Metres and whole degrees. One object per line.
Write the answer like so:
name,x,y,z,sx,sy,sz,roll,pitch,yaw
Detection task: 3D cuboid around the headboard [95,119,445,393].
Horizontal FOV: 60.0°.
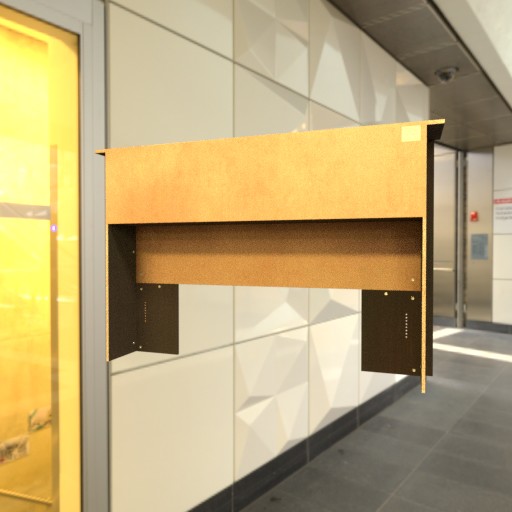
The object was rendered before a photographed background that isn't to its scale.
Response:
headboard,0.000,0.000,2.160,1.671,1.092,0.279,0,1,19
